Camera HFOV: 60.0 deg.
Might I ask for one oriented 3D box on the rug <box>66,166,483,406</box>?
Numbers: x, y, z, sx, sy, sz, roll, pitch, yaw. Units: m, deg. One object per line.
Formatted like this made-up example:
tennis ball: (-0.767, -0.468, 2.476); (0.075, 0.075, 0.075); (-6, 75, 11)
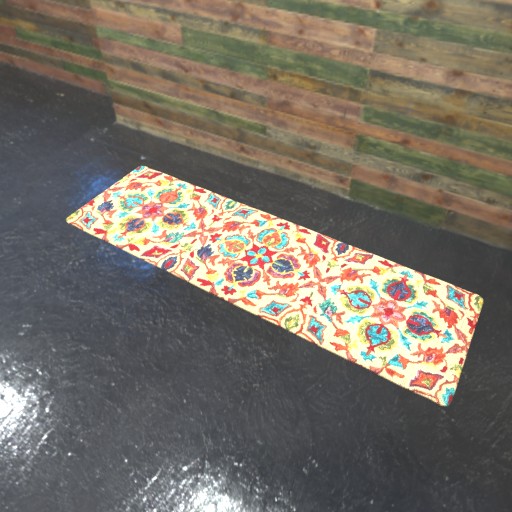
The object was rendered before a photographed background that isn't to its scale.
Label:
rug: (0.000, 0.000, 2.439); (2.273, 0.016, 0.693); (23, 50, 22)
